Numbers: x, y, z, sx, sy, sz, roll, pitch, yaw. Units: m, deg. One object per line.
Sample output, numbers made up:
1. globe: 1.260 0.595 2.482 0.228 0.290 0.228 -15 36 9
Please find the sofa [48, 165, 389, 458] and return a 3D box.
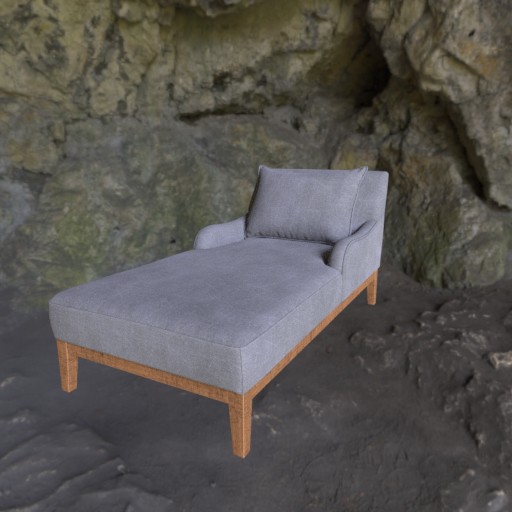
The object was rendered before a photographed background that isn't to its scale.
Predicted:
1. sofa: 0.000 0.000 2.238 0.894 0.859 1.779 7 15 28
